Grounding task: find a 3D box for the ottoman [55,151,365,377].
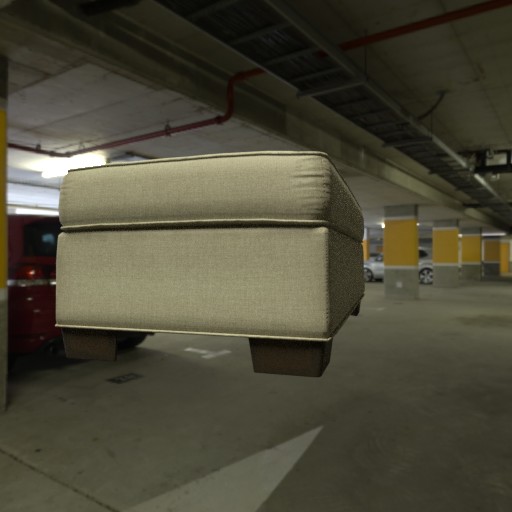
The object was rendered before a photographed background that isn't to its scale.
[{"bbox_3d":[0.000,0.000,1.413,0.617,0.461,1.097,0,0,17],"label":"ottoman"}]
